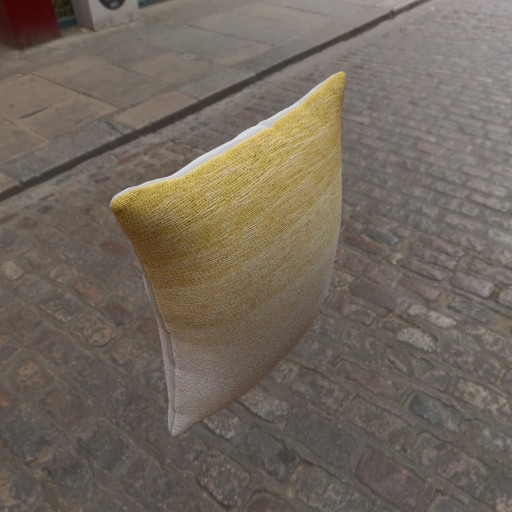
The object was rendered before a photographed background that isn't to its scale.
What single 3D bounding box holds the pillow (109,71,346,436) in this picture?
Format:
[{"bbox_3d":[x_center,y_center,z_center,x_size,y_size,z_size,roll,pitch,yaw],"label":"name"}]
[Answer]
[{"bbox_3d":[0.000,0.000,0.691,0.211,0.450,0.450,26,48,27],"label":"pillow"}]
